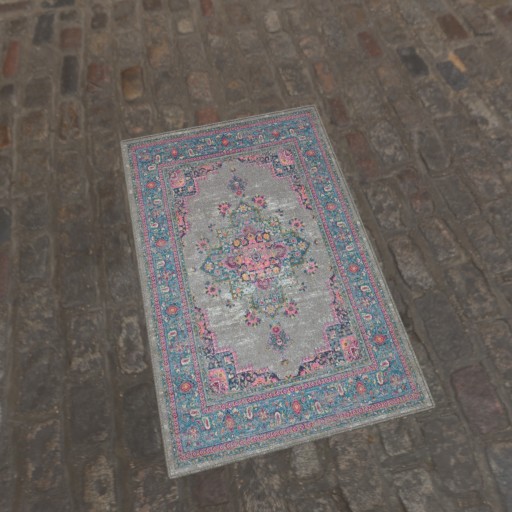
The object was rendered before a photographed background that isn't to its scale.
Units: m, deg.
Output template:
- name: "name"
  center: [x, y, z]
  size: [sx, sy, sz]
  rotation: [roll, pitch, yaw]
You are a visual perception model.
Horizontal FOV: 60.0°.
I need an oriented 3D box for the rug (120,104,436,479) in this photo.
- name: "rug"
  center: [0.000, 0.000, 2.180]
  size: [1.144, 0.014, 1.748]
  rotation: [-12, 65, -6]
